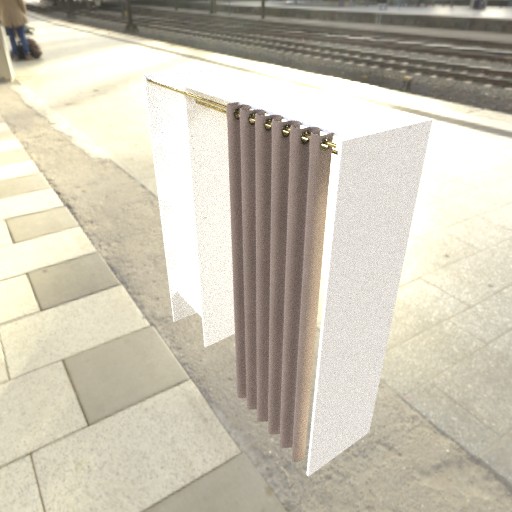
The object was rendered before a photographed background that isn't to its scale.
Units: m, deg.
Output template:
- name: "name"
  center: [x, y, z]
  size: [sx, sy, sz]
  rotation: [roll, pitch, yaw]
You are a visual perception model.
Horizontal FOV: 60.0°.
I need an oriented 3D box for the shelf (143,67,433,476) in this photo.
- name: "shelf"
  center: [0.000, 0.000, 2.575]
  size: [0.500, 1.820, 1.600]
  rotation: [-20, 37, -30]
